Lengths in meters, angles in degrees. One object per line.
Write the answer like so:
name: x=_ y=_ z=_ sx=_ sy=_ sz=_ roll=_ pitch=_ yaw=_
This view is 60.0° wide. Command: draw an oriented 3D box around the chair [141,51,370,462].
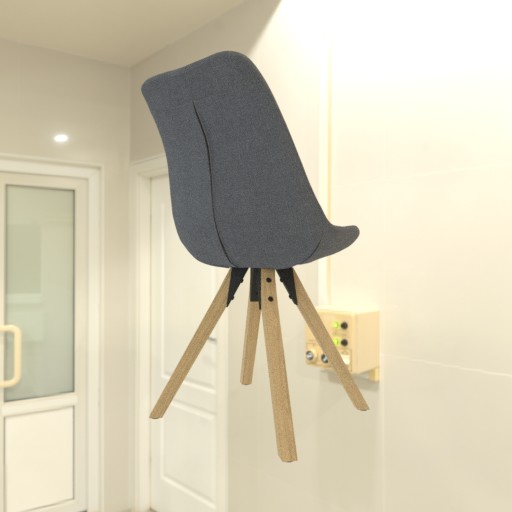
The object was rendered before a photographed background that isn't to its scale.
chair: x=0.000 y=0.000 z=1.184 sx=0.485 sy=0.850 sz=0.550 roll=0 pitch=0 yaw=37
